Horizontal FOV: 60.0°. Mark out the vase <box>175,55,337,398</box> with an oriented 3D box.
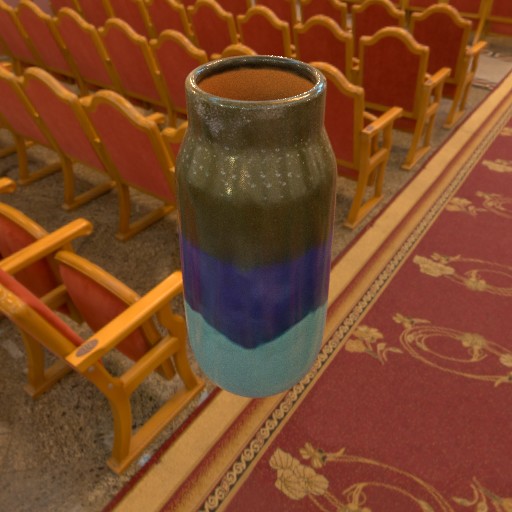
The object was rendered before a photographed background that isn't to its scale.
[{"bbox_3d":[0.000,0.000,0.392,0.139,0.313,0.139,0,41,0],"label":"vase"}]
